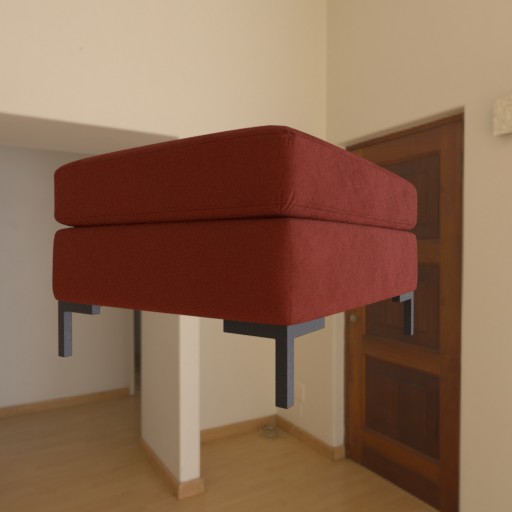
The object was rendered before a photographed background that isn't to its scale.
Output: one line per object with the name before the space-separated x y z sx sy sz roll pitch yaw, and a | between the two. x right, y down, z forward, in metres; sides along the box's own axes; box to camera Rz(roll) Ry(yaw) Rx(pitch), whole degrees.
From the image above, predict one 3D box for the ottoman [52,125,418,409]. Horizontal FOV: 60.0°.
ottoman | 0.000 0.000 1.156 0.650 0.462 0.782 1 1 34
